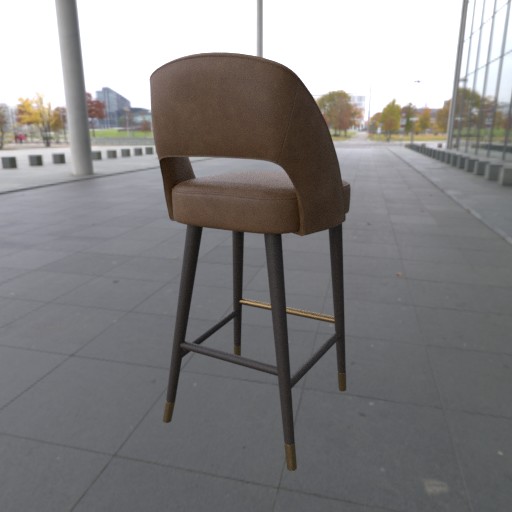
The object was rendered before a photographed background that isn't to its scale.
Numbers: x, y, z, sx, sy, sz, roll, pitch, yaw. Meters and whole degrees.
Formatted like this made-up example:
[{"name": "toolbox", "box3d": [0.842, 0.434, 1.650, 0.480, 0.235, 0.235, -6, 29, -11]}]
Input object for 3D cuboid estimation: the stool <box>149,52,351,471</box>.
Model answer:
[{"name": "stool", "box3d": [0.000, 0.000, 1.310, 0.494, 1.037, 0.509, 8, 18, 27]}]
